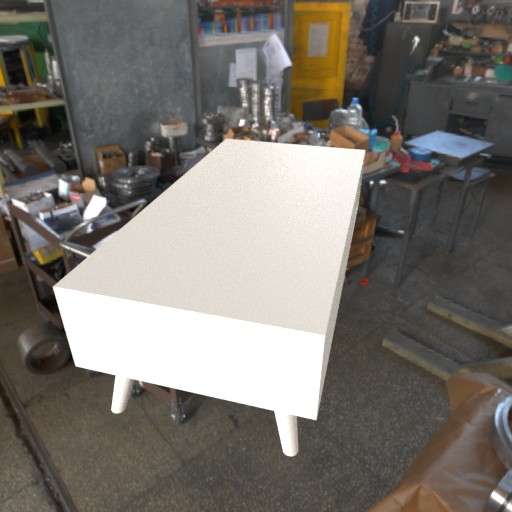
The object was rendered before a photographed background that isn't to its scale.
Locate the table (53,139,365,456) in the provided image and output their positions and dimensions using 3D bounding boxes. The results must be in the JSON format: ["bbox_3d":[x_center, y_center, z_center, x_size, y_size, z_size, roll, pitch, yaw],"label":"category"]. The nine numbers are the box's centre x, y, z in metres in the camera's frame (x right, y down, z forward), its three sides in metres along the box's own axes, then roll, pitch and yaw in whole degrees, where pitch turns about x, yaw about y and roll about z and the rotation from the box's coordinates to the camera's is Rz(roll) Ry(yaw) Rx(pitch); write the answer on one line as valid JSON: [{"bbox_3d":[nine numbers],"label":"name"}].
[{"bbox_3d":[0.000,0.000,1.523,0.609,0.432,1.194,8,32,13],"label":"table"}]
